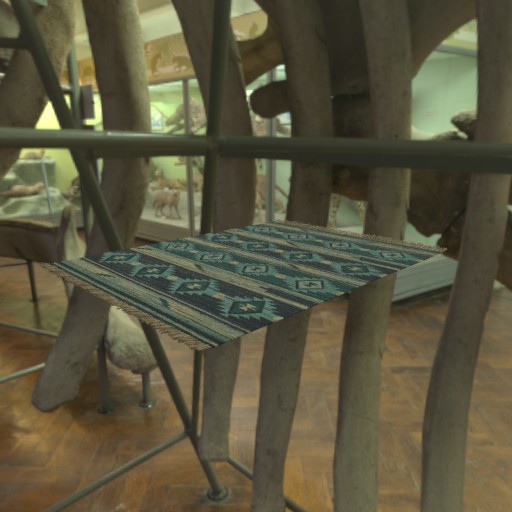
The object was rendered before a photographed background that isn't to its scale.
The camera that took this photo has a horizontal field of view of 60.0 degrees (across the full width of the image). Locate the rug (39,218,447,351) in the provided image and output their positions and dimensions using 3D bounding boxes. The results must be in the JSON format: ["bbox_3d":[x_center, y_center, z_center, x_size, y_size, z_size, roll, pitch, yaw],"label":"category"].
[{"bbox_3d":[0.000,0.000,4.369,3.307,0.047,2.418,-14,21,-43],"label":"rug"}]
